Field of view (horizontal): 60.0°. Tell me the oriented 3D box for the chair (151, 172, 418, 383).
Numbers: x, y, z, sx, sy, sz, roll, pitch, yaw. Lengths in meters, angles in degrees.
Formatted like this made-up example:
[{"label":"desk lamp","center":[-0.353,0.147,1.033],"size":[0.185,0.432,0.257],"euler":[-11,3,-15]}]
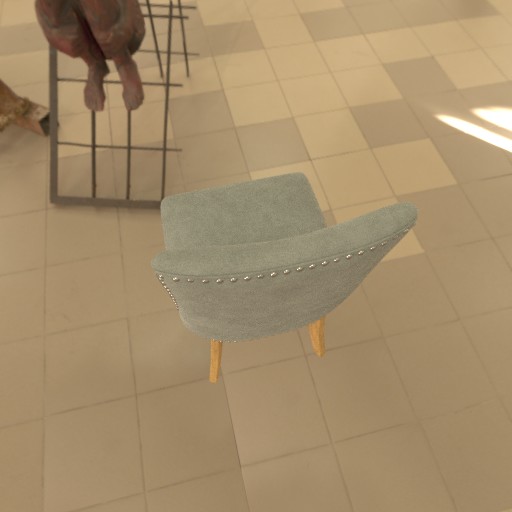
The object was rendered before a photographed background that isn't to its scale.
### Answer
[{"label":"chair","center":[0.000,0.000,1.249],"size":[0.495,0.902,0.610],"euler":[-12,59,-7]}]
